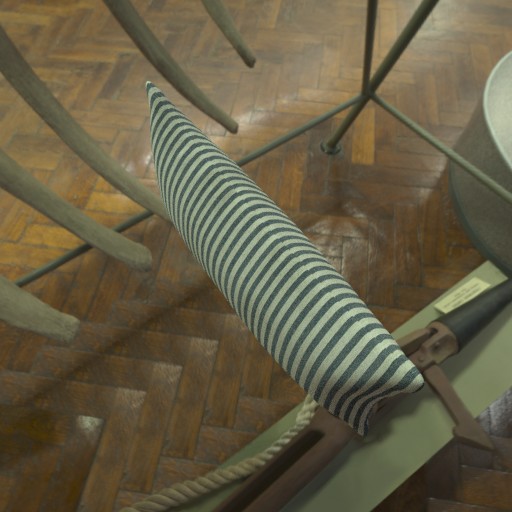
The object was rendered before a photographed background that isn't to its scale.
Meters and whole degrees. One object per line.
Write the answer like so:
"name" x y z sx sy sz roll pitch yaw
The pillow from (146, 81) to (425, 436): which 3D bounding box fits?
"pillow" 0.000 0.000 0.723 0.151 0.295 0.617 -31 63 -18
